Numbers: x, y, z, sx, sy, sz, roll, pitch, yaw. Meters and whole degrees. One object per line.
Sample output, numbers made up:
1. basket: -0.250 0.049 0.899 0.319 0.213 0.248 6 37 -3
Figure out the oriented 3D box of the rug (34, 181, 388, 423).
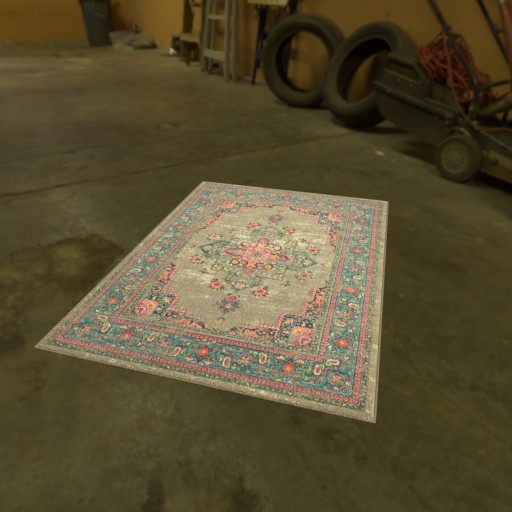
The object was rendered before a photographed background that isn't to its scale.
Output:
1. rug: 0.000 0.000 2.859 1.609 0.013 2.214 8 32 13
